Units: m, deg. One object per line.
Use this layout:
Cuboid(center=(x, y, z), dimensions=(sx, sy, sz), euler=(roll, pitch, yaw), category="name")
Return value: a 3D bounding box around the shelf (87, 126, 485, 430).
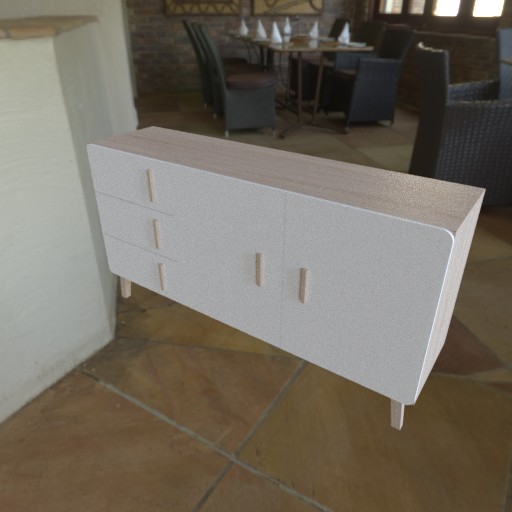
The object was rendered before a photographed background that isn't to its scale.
Cuboid(center=(0.000, 0.000, 1.819), dimensions=(1.490, 0.780, 0.400), euler=(19, 34, 30), category="shelf")
